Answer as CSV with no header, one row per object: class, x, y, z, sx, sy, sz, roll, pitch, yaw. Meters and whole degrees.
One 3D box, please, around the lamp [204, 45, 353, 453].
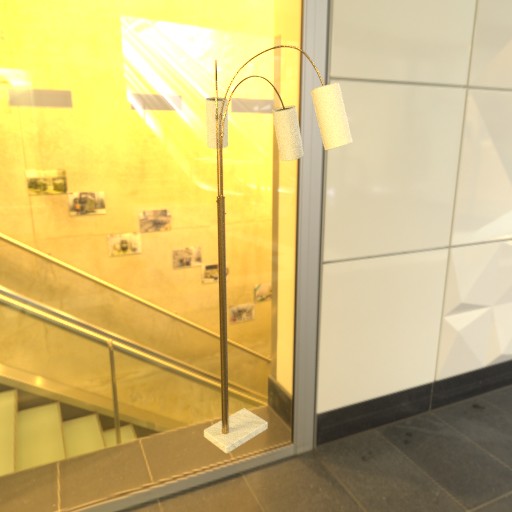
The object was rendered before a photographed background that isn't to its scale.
lamp,0.000,0.000,2.451,0.667,2.055,1.020,-13,20,-42
